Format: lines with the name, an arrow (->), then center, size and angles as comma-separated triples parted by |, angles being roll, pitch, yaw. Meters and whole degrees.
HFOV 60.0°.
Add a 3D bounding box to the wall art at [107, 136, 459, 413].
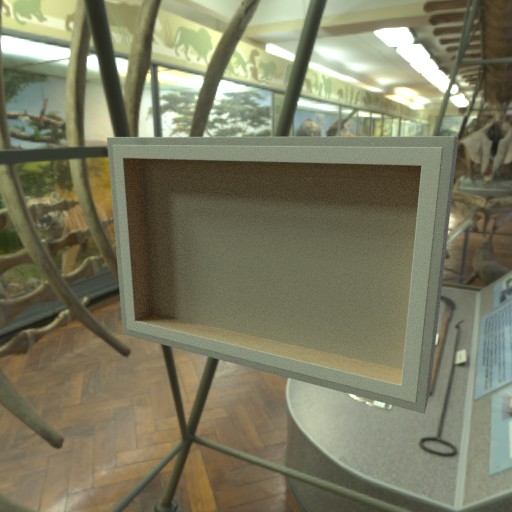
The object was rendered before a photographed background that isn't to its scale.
wall art -> 0.000, 0.000, 0.490 | 0.381, 0.254, 0.038 | 8, 17, 27
